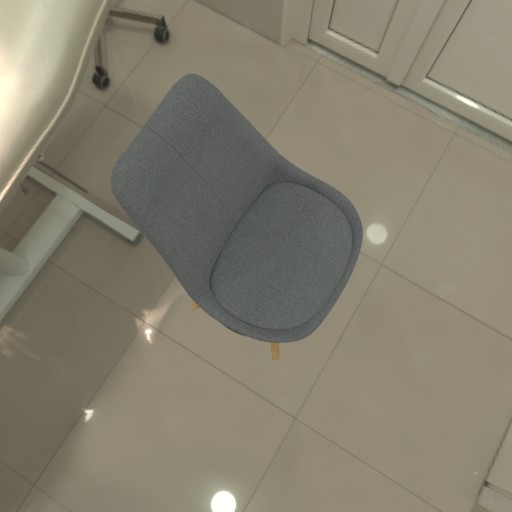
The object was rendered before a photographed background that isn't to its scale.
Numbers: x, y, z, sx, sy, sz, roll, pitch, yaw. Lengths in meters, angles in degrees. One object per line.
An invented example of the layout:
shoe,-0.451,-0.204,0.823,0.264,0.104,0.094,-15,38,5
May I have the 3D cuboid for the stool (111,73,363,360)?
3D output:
stool,0.000,0.000,1.399,0.550,1.115,0.485,31,78,7
